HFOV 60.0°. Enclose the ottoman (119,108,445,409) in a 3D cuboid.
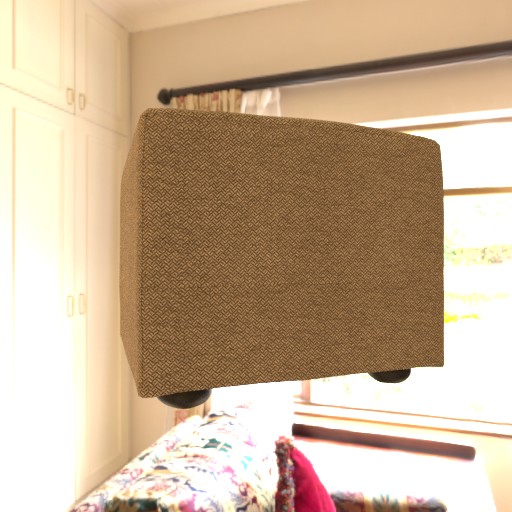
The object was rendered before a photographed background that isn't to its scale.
[{"bbox_3d":[0.000,0.000,0.902,0.512,0.453,0.519,0,0,-20],"label":"ottoman"}]
